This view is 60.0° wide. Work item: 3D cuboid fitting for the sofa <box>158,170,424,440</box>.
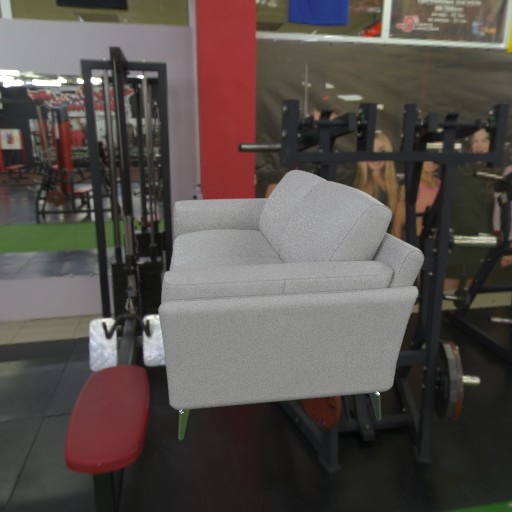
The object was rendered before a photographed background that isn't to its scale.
[{"bbox_3d":[0.000,0.000,2.690,1.049,0.930,2.101,-2,16,-8],"label":"sofa"}]
